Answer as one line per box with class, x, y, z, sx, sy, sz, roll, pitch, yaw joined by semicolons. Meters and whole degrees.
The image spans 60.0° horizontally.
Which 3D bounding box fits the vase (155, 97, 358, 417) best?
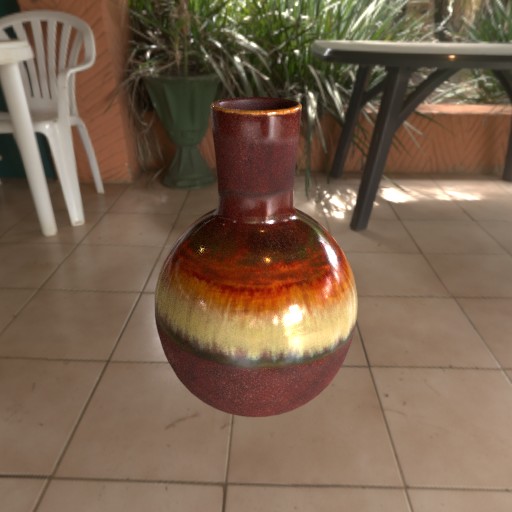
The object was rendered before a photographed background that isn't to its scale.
vase;0.000;0.000;0.234;0.111;0.154;0.111;0;28;0
